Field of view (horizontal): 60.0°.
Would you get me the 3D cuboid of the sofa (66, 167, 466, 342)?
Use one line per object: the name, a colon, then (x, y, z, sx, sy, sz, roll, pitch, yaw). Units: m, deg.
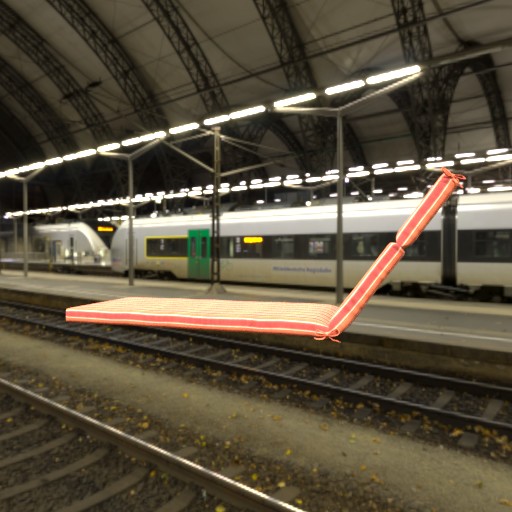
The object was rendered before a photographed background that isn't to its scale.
sofa: (0.000, 0.000, 1.998, 1.663, 0.622, 0.582, 0, 1, 18)
